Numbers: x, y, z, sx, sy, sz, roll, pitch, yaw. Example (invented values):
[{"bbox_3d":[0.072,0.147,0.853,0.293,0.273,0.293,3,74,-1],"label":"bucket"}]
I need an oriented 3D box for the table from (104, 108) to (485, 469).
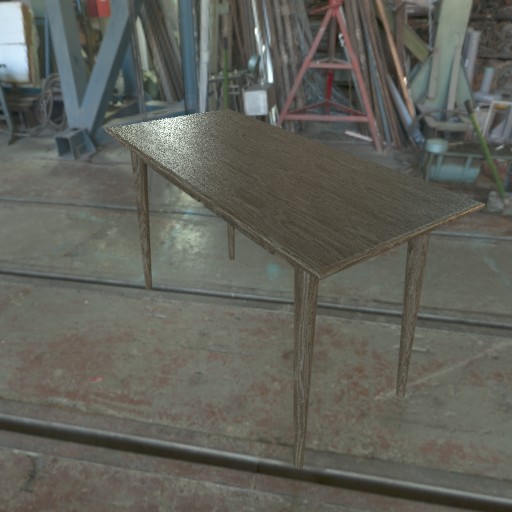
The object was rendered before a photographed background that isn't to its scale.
[{"bbox_3d":[0.000,0.000,1.701,0.599,0.780,1.300,-20,37,-29],"label":"table"}]
